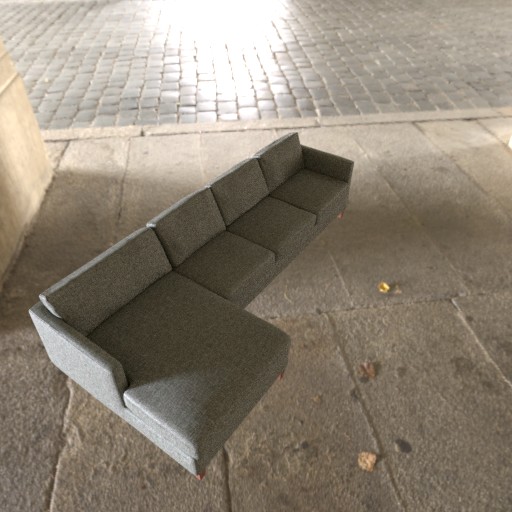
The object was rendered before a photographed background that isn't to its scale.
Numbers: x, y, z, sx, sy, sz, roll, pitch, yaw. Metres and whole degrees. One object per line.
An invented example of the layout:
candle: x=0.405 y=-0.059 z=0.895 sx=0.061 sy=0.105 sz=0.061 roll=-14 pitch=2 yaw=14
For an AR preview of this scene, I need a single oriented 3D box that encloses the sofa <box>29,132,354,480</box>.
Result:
sofa: x=0.000 y=0.000 z=4.072 sx=1.635 sy=0.960 sz=3.485 roll=25 pitch=46 yaw=27
